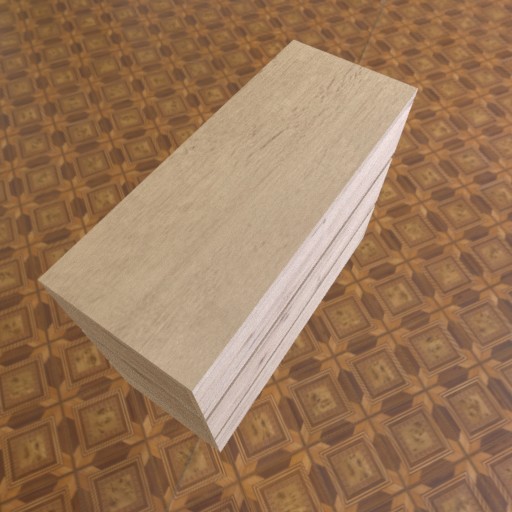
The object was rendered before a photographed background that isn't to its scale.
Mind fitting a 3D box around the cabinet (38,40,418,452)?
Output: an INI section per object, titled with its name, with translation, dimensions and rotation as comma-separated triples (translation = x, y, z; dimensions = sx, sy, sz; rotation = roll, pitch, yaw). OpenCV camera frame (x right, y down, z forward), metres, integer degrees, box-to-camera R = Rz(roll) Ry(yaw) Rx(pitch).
[cabinet]
translation = 0.000, 0.000, 1.457
dimensions = 0.420, 0.820, 1.040
rotation = 30, 63, 17
